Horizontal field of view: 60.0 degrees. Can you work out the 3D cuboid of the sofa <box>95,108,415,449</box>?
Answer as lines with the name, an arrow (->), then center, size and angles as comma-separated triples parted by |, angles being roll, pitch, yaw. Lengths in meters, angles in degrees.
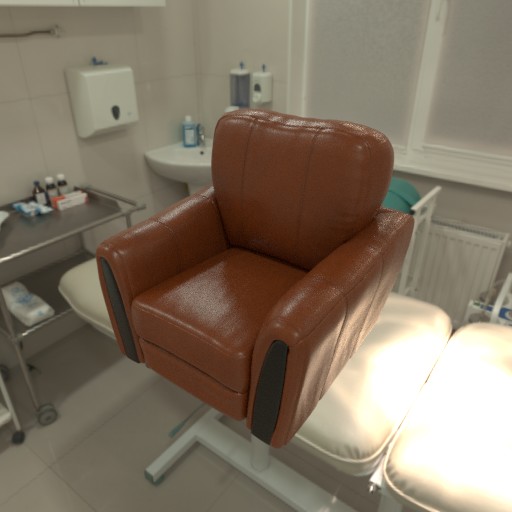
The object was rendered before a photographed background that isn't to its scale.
sofa -> 0.000, 0.000, 1.542 | 0.836, 0.876, 0.789 | 20, 35, 31
